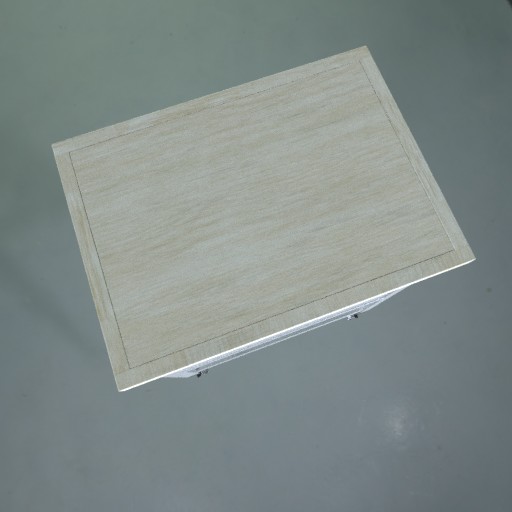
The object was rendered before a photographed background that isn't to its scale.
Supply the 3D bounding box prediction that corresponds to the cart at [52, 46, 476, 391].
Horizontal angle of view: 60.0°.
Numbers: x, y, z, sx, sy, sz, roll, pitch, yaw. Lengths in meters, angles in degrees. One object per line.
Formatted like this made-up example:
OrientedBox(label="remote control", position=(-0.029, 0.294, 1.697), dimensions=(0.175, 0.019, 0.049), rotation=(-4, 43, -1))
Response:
OrientedBox(label="cart", position=(0.000, 0.000, 1.389), dimensions=(0.762, 0.914, 0.559), rotation=(-19, 76, -5))
